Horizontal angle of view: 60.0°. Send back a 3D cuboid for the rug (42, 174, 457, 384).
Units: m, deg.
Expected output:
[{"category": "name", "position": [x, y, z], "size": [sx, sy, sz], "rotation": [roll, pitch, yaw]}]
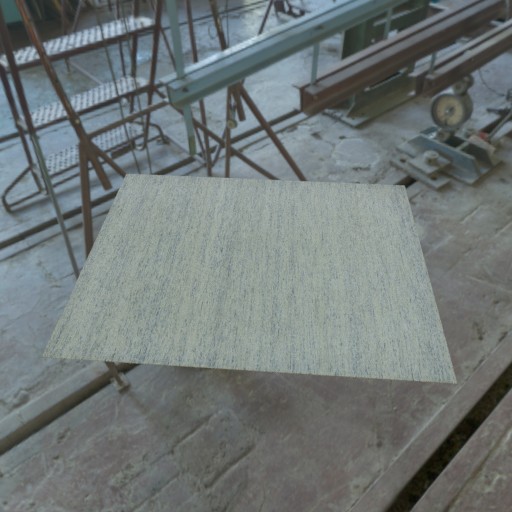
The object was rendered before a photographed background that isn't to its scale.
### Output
[{"category": "rug", "position": [0.000, 0.000, 4.244], "size": [3.197, 0.006, 2.438], "rotation": [3, 46, 3]}]
